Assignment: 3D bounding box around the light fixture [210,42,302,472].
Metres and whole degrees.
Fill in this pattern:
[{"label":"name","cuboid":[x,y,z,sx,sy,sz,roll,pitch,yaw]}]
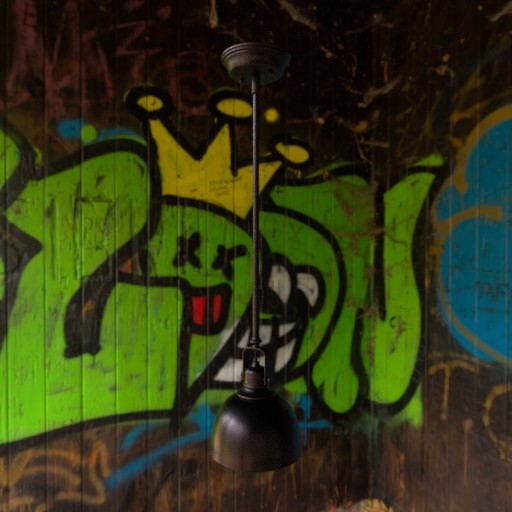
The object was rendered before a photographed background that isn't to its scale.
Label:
[{"label":"light fixture","cuboid":[0.000,0.000,0.869,0.182,0.768,0.182,1,1,37]}]
